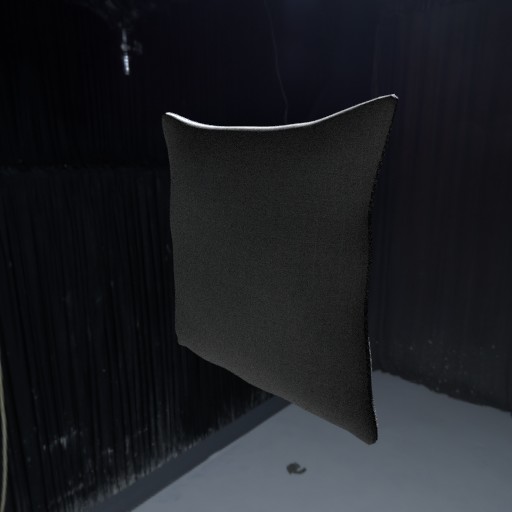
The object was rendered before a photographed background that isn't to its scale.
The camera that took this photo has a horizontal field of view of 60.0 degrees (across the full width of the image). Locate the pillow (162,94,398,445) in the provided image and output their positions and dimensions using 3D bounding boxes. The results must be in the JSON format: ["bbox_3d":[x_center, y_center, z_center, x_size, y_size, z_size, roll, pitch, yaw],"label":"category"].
[{"bbox_3d":[0.000,0.000,0.670,0.435,0.432,0.138,14,20,43],"label":"pillow"}]
